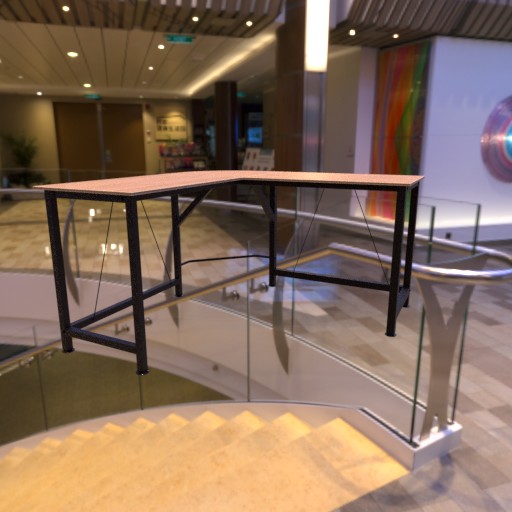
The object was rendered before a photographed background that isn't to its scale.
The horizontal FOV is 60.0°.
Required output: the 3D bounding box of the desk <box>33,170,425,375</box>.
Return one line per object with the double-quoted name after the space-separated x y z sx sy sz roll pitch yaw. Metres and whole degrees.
0.000 0.000 2.260 1.400 0.762 1.400 7 16 26 "desk"
